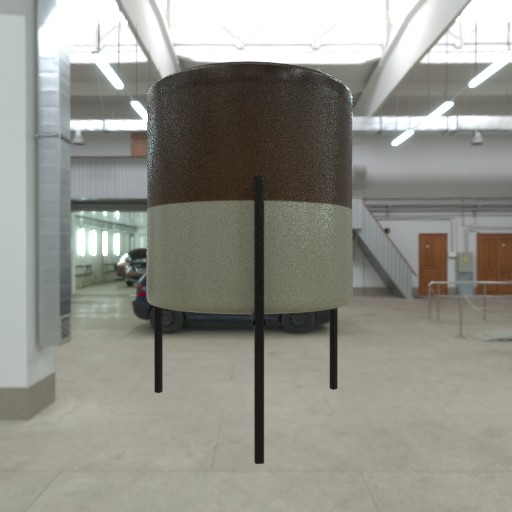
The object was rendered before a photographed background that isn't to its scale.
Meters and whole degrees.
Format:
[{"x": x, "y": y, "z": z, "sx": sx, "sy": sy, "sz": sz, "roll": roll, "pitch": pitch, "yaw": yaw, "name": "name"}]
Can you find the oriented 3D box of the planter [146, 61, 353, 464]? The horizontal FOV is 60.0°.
[{"x": 0.000, "y": 0.000, "z": 0.552, "sx": 0.269, "sy": 0.375, "sz": 0.255, "roll": 0, "pitch": 1, "yaw": -35, "name": "planter"}]
